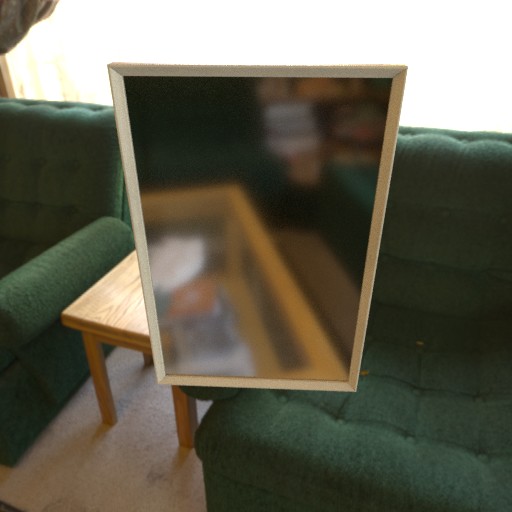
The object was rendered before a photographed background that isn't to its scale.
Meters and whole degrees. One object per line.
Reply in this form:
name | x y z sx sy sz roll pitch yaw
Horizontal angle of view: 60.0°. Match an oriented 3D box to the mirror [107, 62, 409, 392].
mirror | 0.000 0.000 1.141 0.609 0.915 0.041 1 30 2
